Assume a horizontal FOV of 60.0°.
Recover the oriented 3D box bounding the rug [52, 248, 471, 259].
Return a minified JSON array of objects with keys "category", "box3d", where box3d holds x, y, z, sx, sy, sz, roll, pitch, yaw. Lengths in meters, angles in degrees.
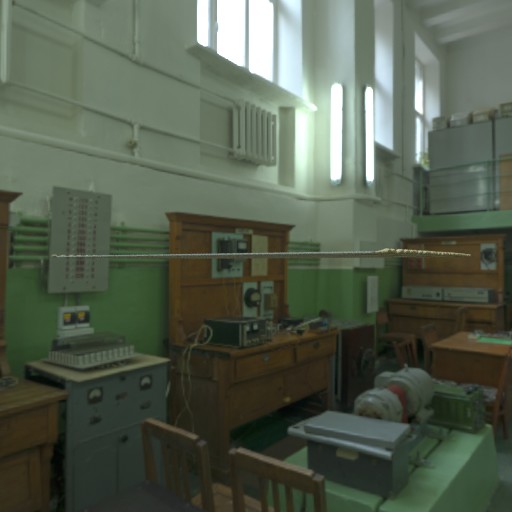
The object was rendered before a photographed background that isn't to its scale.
[{"category":"rug","box3d":[0.000,0.000,3.002,2.433,0.022,1.556,-1,-1,37]}]
